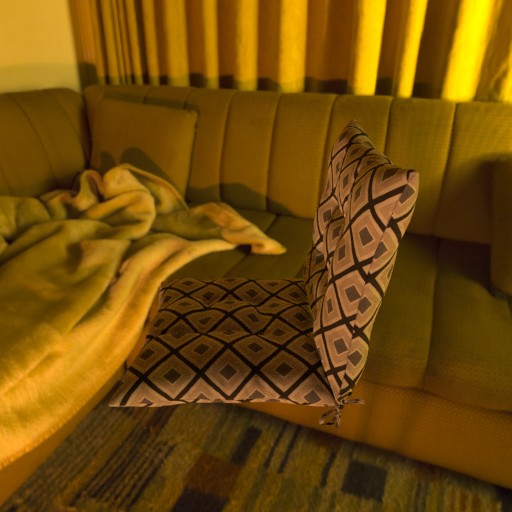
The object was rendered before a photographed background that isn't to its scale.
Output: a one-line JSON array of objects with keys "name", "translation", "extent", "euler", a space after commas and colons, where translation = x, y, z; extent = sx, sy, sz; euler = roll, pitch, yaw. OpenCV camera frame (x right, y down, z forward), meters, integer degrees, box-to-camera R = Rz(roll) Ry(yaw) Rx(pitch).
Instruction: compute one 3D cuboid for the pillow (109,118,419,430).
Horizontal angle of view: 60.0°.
[{"name": "pillow", "translation": [0.000, 0.000, 1.014], "extent": [0.585, 0.536, 0.541], "euler": [0, 26, 1]}]
